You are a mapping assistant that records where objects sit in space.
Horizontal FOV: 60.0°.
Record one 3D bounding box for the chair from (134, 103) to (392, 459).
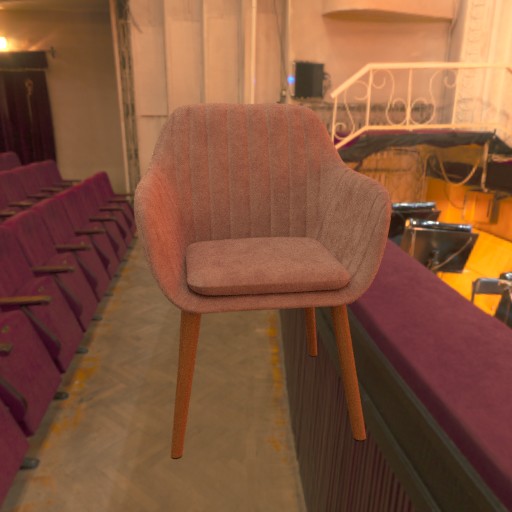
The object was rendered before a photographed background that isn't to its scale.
[{"bbox_3d":[0.000,0.000,1.241,0.610,0.832,0.570,-2,17,-8],"label":"chair"}]
